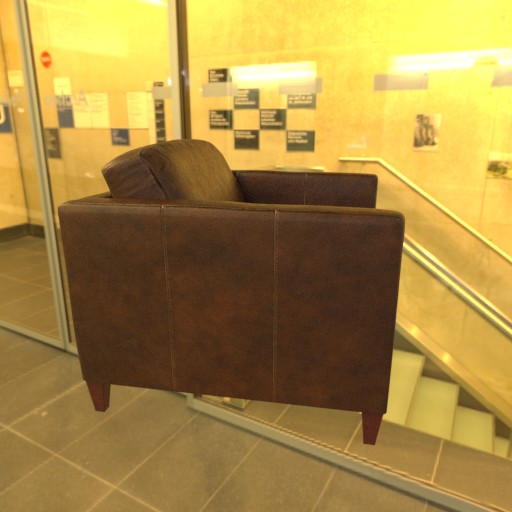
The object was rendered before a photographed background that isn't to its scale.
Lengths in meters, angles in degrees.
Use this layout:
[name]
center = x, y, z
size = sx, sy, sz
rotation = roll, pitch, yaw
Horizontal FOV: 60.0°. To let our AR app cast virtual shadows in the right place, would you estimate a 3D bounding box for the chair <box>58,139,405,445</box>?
[chair]
center = 0.000, 0.000, 1.708
size = 0.975, 0.864, 0.990
rotation = 3, 17, 10
